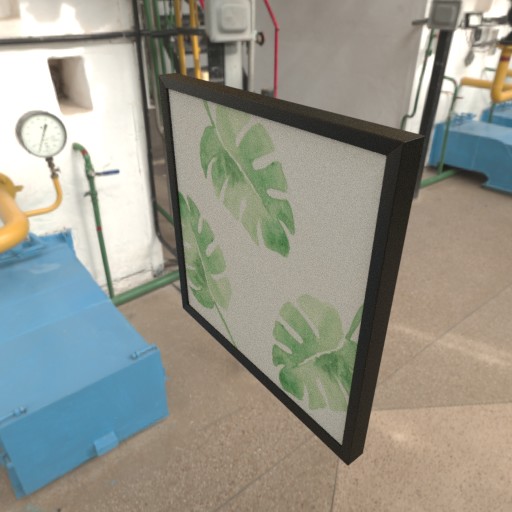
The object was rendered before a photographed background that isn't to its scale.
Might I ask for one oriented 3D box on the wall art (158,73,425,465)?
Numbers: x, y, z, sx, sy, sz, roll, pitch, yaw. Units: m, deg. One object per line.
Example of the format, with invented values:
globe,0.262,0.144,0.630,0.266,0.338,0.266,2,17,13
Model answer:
wall art,0.000,0.000,0.738,0.036,0.508,0.508,-22,37,-32
